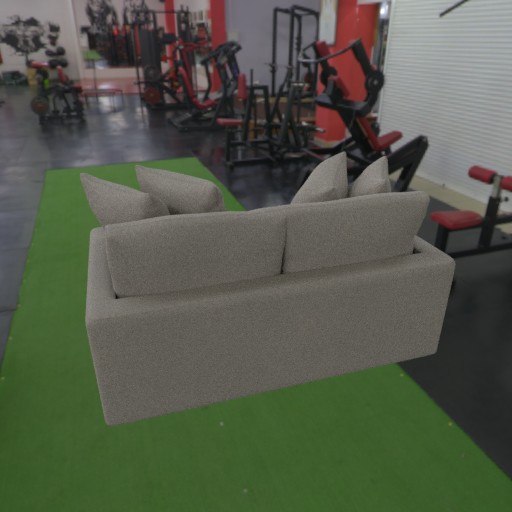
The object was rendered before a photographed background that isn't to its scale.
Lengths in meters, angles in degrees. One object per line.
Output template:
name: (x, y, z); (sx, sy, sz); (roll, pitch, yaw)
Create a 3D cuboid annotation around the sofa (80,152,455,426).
sofa: (0.000, 0.000, 2.644); (1.869, 1.080, 1.228); (-8, 27, -16)
